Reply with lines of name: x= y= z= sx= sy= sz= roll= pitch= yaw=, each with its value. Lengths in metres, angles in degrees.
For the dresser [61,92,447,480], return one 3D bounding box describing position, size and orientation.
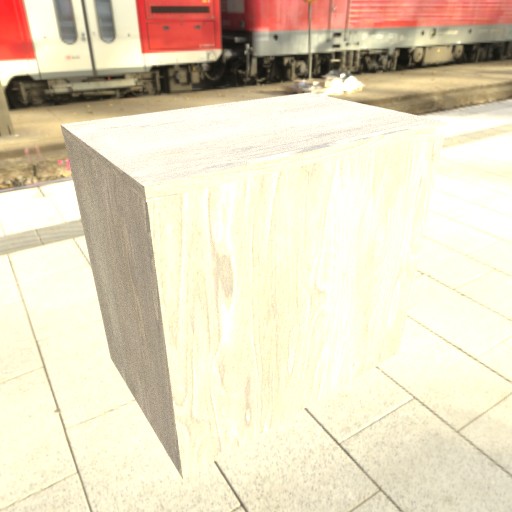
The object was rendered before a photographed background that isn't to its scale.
dresser: x=0.000 y=0.000 z=1.295 sx=0.809 sy=0.762 sz=0.529 roll=-19 pitch=35 yaw=-30
